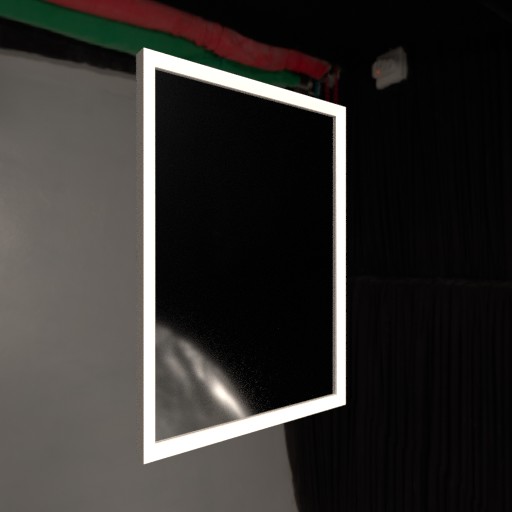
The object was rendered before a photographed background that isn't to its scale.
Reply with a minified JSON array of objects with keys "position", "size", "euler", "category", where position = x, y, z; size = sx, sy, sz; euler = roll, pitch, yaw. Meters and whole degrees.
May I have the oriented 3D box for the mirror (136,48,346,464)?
[{"position":[0.000,0.000,0.923],"size":[0.507,0.710,0.039],"euler":[0,0,-37],"category":"mirror"}]
